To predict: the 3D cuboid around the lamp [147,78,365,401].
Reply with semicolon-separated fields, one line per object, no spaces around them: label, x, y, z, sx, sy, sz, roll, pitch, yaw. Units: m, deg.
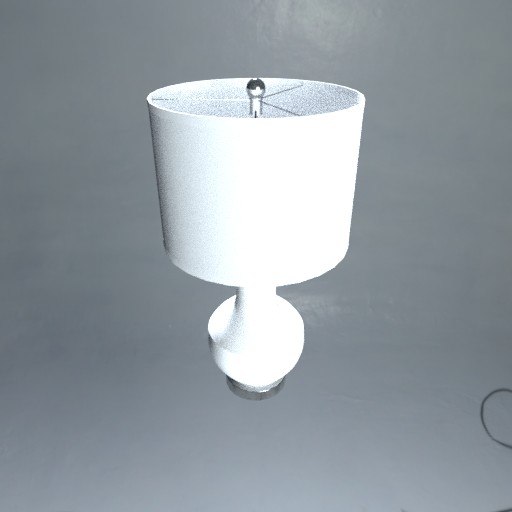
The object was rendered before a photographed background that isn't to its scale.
lamp;0.000;0.000;0.893;0.357;0.673;0.357;1;30;2
